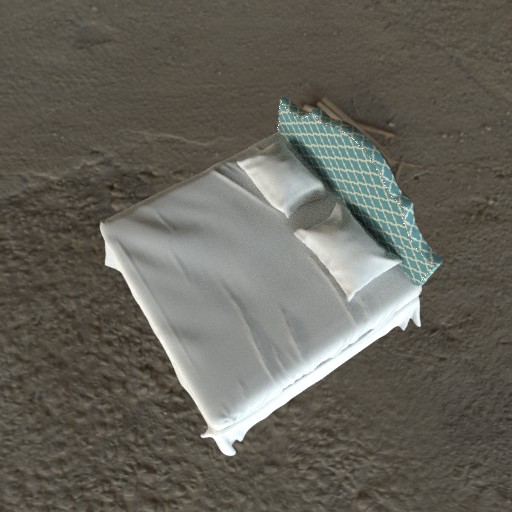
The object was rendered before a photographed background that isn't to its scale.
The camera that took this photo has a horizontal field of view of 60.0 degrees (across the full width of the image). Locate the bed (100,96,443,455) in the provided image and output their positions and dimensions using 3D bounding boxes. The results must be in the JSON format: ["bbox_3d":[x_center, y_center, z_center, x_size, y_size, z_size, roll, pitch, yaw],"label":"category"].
[{"bbox_3d":[0.000,0.000,3.676,2.222,1.601,2.314,-30,67,-14],"label":"bed"}]
